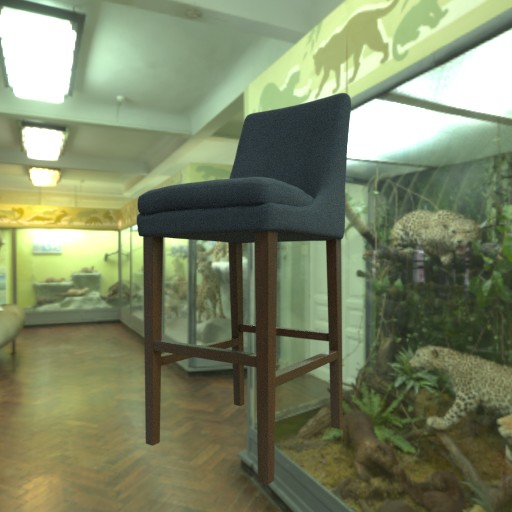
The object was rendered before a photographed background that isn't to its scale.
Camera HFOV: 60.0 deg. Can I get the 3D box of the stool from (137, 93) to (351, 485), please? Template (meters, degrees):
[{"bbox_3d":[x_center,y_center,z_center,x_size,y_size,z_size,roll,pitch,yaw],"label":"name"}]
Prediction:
[{"bbox_3d":[0.000,0.000,1.369,0.470,1.078,0.577,0,-1,34],"label":"stool"}]
